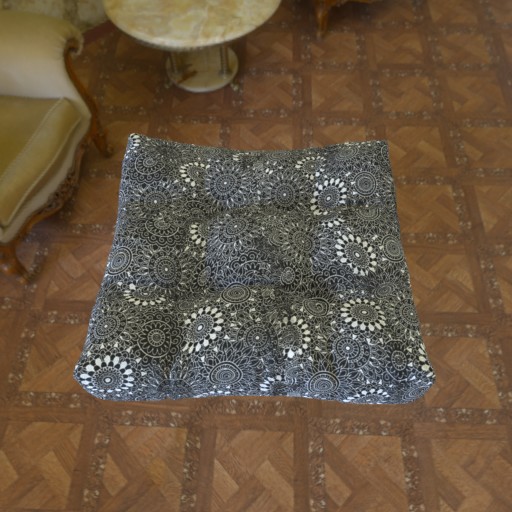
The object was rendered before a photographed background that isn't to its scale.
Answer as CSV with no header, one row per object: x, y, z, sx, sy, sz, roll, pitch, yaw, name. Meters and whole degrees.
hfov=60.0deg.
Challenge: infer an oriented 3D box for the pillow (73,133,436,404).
0.000,0.000,0.732,0.490,0.128,0.468,1,59,0,pillow
